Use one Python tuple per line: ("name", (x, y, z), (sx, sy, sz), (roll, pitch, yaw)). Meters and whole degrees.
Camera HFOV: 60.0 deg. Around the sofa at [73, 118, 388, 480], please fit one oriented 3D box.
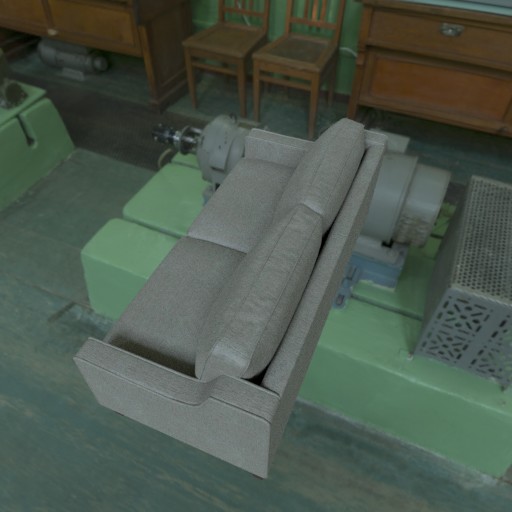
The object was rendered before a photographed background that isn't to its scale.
("sofa", (0.000, 0.000, 2.783), (1.073, 1.074, 2.181), (17, 50, 15))
